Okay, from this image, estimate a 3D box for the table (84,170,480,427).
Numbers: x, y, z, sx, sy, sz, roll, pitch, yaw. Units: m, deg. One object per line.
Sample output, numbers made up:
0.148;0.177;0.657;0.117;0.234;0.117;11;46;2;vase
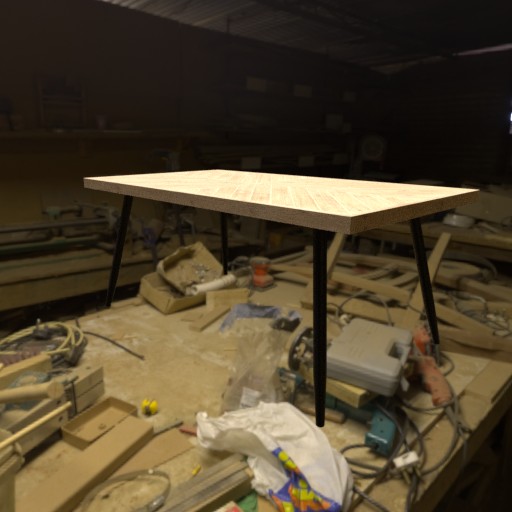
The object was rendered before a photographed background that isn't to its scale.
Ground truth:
0.000;0.000;2.338;0.991;0.762;1.803;-14;20;-42;table
